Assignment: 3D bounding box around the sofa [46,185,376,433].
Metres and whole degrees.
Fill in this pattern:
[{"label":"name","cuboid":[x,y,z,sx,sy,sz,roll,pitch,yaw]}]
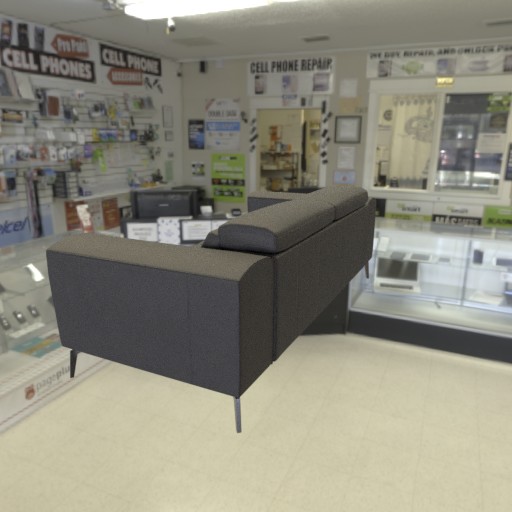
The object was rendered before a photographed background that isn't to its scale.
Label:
[{"label":"sofa","cuboid":[0.000,0.000,2.866,1.048,0.814,2.330,8,17,26]}]
